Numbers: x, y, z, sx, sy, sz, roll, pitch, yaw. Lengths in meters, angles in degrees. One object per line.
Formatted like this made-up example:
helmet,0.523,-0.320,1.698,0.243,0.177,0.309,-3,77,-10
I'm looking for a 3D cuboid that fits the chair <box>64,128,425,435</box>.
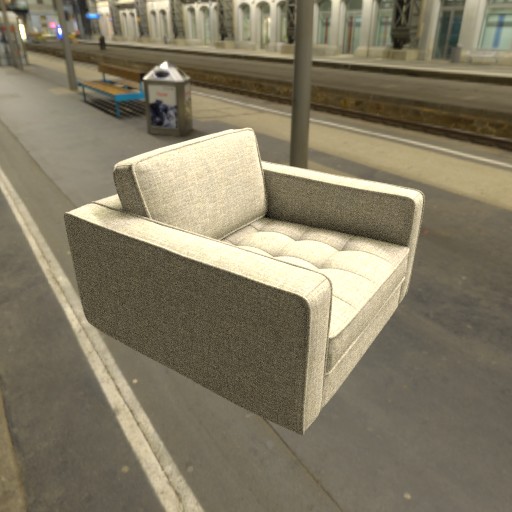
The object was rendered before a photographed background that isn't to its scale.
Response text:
chair,0.000,0.000,1.579,0.914,0.765,0.889,17,32,30
